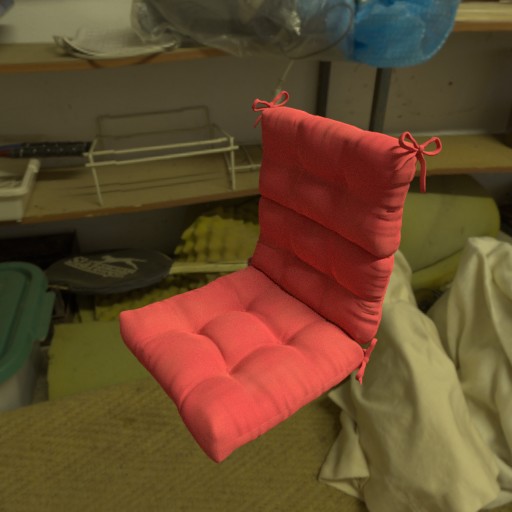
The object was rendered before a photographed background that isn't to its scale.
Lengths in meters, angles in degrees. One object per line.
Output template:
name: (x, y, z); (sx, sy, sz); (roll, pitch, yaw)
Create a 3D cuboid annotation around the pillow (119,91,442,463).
pillow: (0.000, 0.000, 1.032); (0.571, 0.605, 0.519); (-21, 37, -31)
